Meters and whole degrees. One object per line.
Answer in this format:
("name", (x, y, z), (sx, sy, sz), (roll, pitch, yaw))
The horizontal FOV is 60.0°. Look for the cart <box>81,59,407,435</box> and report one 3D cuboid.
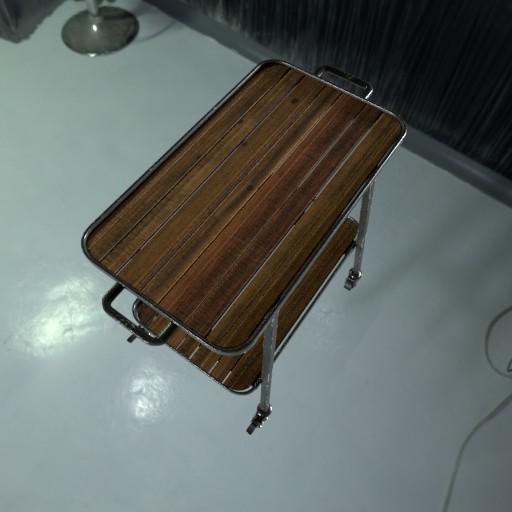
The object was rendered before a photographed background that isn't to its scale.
("cart", (0.000, 0.000, 1.250), (0.515, 0.700, 0.806), (32, 66, 16))
